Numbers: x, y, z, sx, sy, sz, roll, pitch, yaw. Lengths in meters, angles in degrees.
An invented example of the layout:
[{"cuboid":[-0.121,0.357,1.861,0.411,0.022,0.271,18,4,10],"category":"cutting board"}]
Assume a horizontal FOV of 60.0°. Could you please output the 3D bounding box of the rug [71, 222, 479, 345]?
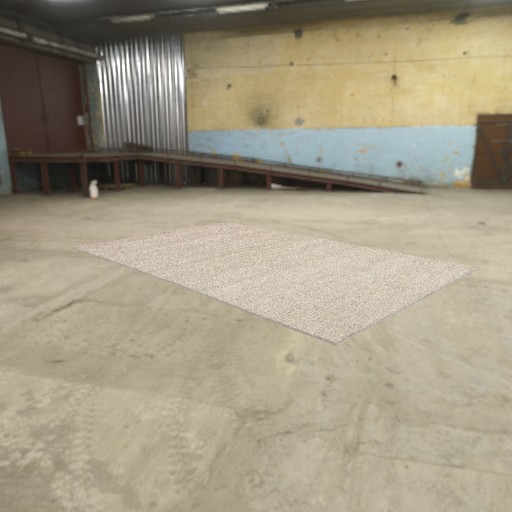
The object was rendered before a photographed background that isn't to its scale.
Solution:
[{"cuboid":[0.000,0.000,2.271,1.792,0.021,1.154,14,19,43],"category":"rug"}]
